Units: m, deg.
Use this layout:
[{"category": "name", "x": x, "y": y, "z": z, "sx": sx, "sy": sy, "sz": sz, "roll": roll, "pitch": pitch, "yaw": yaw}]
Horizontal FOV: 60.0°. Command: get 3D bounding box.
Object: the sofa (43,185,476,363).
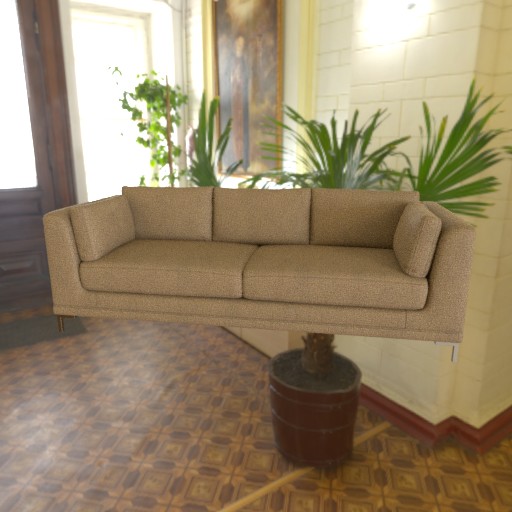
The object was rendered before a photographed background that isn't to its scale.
[{"category": "sofa", "x": 0.000, "y": 0.000, "z": 2.938, "sx": 2.415, "sy": 0.867, "sz": 0.969, "roll": 3, "pitch": 15, "yaw": 9}]
